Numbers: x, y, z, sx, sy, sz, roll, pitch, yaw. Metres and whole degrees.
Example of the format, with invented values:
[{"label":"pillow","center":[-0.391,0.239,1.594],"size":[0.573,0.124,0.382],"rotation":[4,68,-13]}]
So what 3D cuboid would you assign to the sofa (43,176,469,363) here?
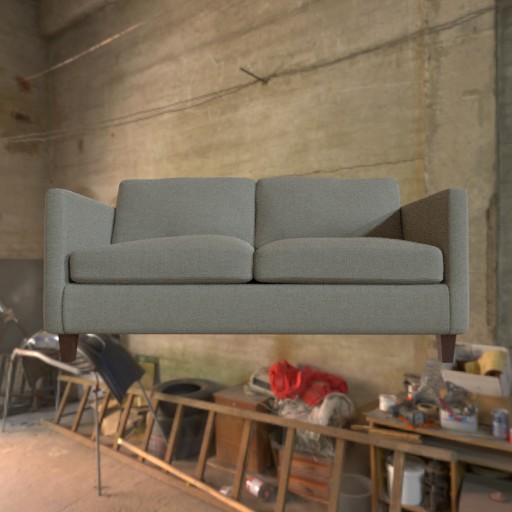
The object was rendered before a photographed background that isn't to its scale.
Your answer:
[{"label":"sofa","center":[0.000,0.000,2.376],"size":[1.884,0.947,0.951],"rotation":[0,-1,1]}]
